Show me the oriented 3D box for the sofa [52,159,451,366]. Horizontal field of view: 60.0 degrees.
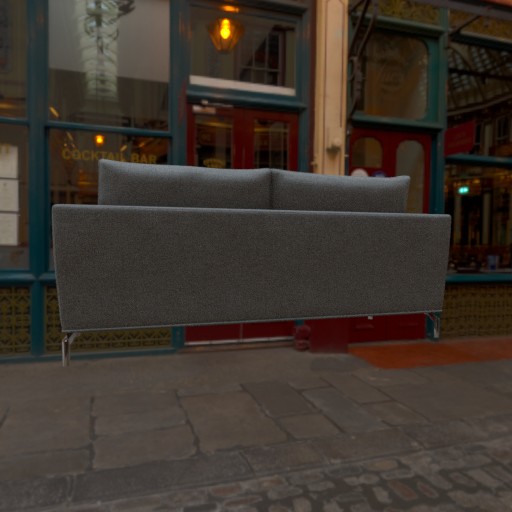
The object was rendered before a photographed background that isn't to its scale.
[{"bbox_3d":[0.000,0.000,2.733,2.212,1.002,0.869,0,1,-18],"label":"sofa"}]
